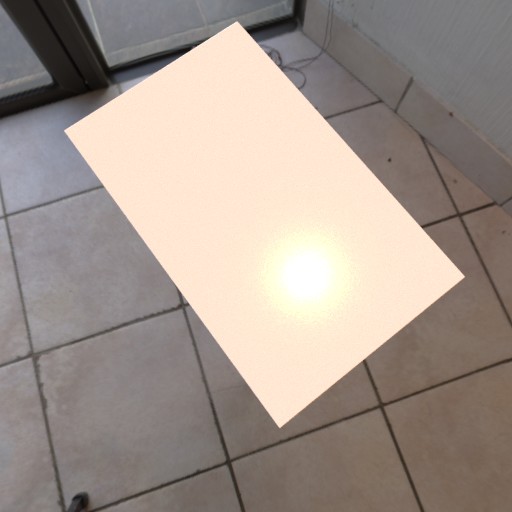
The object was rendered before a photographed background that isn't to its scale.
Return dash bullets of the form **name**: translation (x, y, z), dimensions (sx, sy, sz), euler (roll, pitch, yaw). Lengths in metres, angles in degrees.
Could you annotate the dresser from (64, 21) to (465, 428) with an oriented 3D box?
- **dresser**: translation (0.000, 0.000, 1.174), dimensions (0.400, 0.800, 0.650), euler (-36, 79, -9)
